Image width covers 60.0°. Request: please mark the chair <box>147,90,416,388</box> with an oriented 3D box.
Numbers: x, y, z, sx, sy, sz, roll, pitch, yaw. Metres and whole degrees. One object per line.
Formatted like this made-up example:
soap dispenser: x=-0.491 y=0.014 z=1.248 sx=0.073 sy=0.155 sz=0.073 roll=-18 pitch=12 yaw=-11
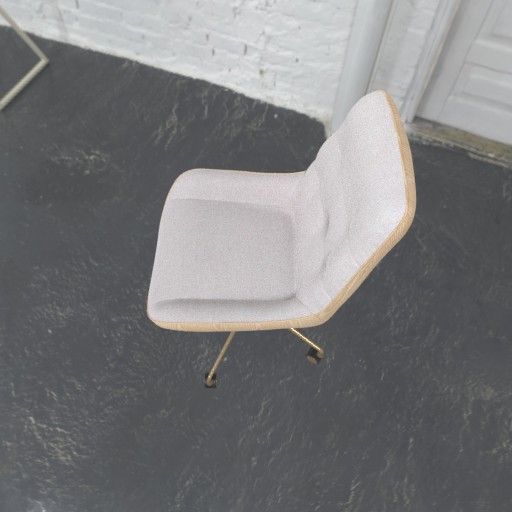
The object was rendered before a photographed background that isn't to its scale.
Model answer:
chair: x=0.000 y=0.000 z=1.343 sx=0.668 sy=0.952 sz=0.564 roll=1 pitch=59 yaw=1
